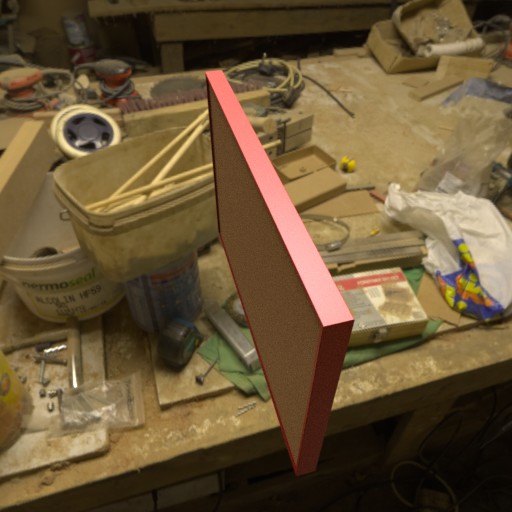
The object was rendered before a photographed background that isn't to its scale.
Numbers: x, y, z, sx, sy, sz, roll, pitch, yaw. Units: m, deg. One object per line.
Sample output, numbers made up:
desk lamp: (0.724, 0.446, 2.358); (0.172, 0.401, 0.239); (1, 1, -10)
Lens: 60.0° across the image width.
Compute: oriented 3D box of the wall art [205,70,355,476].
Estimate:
wall art: (0.000, 0.000, 0.776); (0.033, 0.405, 0.607); (-11, 46, -11)
